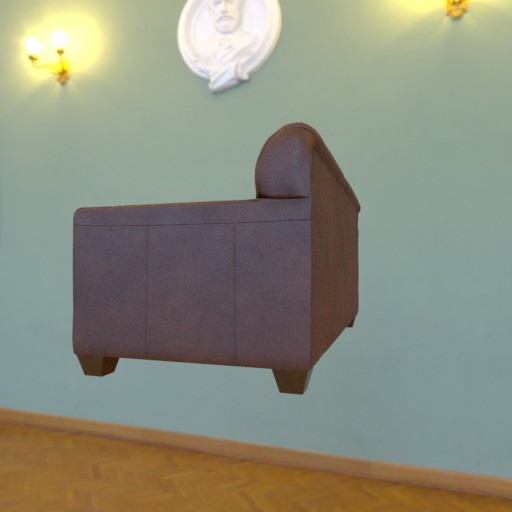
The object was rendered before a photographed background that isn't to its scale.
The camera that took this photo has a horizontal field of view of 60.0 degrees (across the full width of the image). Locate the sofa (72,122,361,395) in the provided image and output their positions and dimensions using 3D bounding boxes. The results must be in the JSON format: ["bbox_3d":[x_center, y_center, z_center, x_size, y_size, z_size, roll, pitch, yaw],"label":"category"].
[{"bbox_3d":[0.000,0.000,2.453,1.000,0.966,1.856,0,-1,18],"label":"sofa"}]
